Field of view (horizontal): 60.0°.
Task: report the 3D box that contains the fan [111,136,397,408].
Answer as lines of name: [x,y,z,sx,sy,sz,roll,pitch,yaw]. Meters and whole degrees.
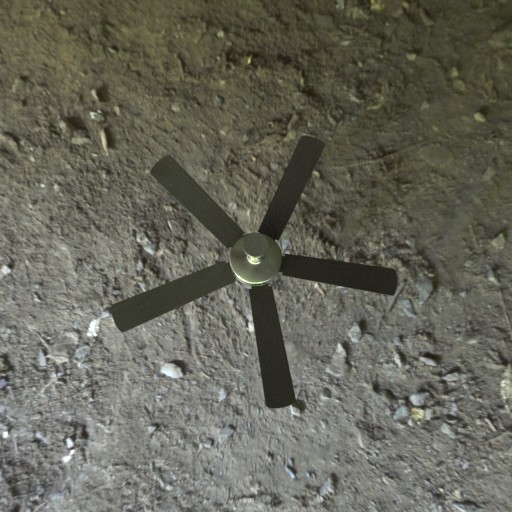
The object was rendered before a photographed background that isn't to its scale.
fan: [0.000,0.000,2.009,1.321,0.356,1.321,0,75,0]
